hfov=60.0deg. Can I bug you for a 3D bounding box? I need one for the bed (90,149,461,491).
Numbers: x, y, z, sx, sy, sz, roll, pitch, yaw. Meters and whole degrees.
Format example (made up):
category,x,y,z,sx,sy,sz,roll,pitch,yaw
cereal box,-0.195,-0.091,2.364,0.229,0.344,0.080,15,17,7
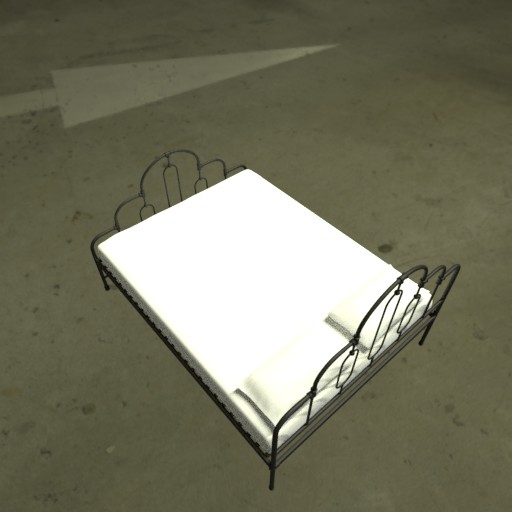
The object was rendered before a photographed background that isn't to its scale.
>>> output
category,x,y,z,sx,sy,sz,roll,pitch,yaw
bed,0.000,0.000,3.171,1.640,1.429,2.163,-32,55,-27
